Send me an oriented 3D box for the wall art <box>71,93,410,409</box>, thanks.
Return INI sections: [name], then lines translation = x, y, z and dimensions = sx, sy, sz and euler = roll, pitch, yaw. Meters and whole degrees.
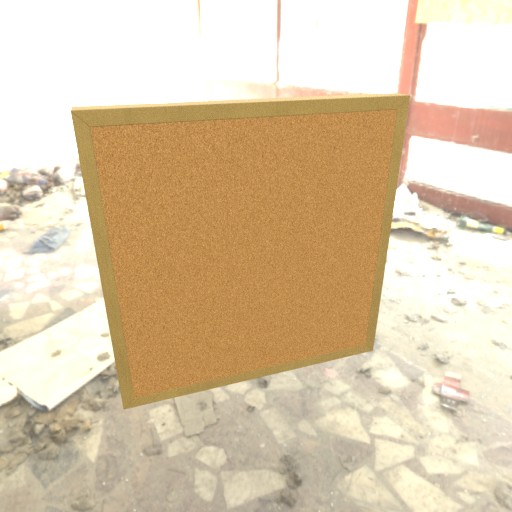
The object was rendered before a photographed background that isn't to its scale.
[wall art]
translation = 0.000, 0.000, 0.761
dimensions = 0.508, 0.508, 0.038
euler = -9, 28, -17
